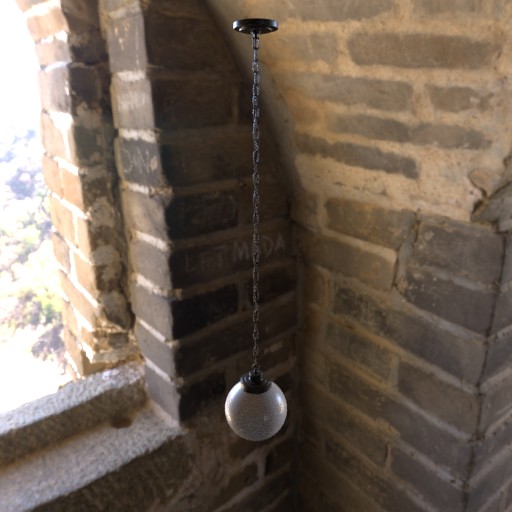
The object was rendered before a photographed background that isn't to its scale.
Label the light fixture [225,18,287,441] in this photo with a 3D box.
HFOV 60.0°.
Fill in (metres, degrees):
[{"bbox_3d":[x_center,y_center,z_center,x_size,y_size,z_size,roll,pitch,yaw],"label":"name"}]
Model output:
[{"bbox_3d":[0.000,0.000,1.969,0.305,1.867,0.304,2,17,7],"label":"light fixture"}]
